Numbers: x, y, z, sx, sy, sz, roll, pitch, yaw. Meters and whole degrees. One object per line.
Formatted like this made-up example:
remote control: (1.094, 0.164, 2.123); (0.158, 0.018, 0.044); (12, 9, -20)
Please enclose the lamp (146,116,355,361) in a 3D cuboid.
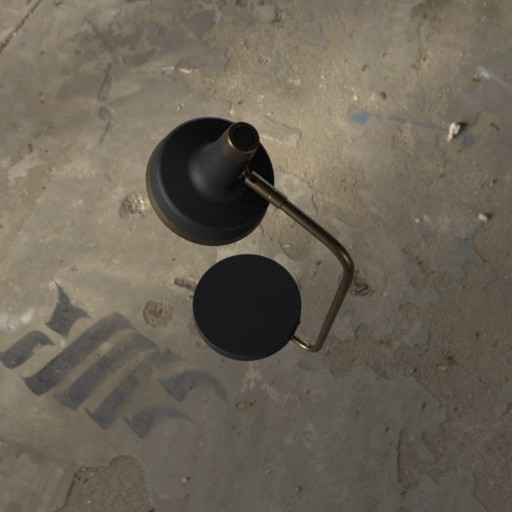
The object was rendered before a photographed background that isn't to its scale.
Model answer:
lamp: (0.000, 0.000, 0.491); (0.218, 0.385, 0.162); (33, 68, 16)
